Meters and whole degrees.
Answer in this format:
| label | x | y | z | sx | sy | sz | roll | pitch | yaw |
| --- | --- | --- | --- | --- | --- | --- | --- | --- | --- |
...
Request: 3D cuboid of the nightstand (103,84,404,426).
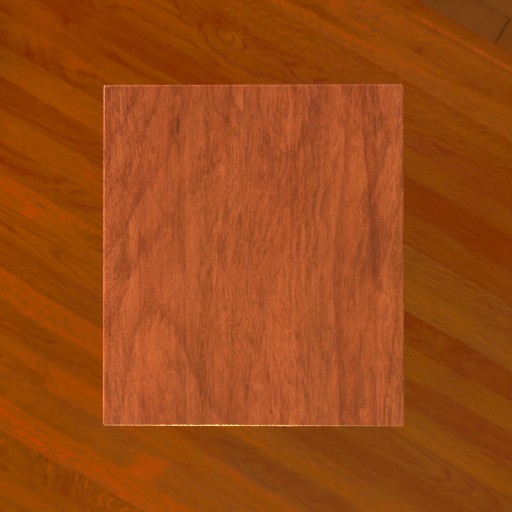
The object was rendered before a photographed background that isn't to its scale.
| label | x | y | z | sx | sy | sz | roll | pitch | yaw |
| --- | --- | --- | --- | --- | --- | --- | --- | --- | --- |
| nightstand | 0.000 | 0.000 | 0.871 | 0.406 | 0.559 | 0.457 | 0 | 90 | 0 |
